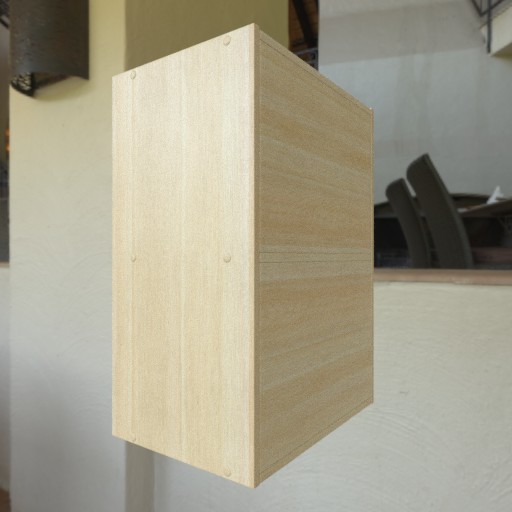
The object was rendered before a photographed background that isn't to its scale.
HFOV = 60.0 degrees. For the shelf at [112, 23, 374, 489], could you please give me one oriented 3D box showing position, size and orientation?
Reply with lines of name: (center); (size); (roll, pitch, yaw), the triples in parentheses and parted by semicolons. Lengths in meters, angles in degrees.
shelf: (0.000, 0.000, 0.813); (0.290, 0.592, 0.414); (0, 0, 36)
